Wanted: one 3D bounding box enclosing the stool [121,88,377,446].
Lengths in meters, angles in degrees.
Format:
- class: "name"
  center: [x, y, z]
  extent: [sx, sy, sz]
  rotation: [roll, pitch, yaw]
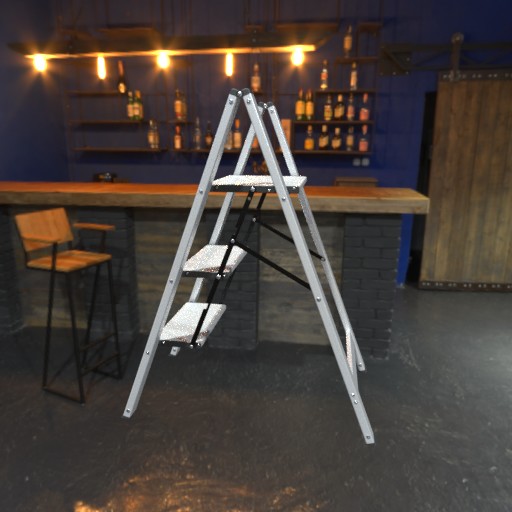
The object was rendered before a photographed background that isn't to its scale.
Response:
- class: "stool"
  center: [0.000, 0.000, 1.331]
  extent: [0.730, 0.902, 0.441]
  rotation: [3, 15, 9]
